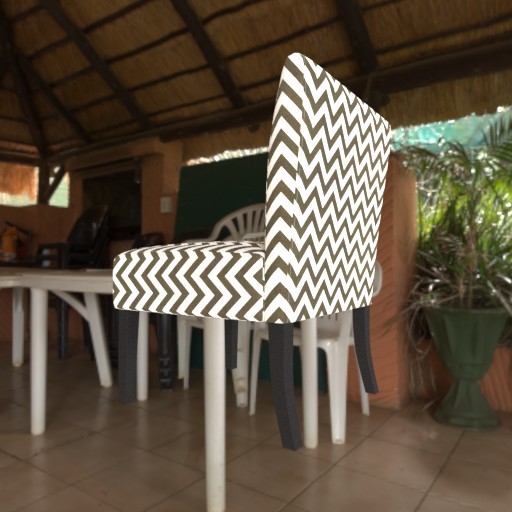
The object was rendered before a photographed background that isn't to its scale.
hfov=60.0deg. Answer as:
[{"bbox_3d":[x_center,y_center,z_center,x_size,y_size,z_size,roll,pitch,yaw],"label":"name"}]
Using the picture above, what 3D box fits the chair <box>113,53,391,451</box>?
[{"bbox_3d":[0.000,0.000,1.319,0.648,0.838,0.589,-1,-1,34],"label":"chair"}]
